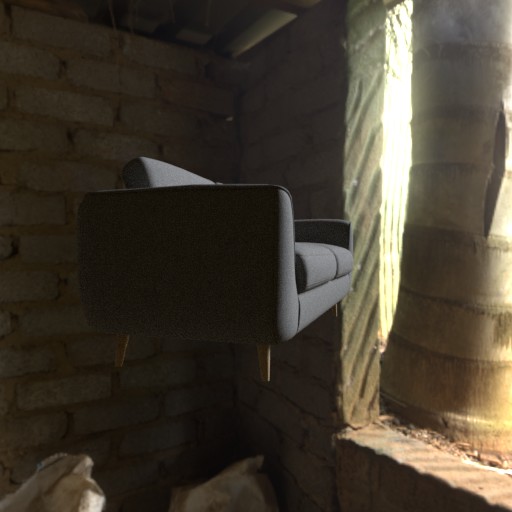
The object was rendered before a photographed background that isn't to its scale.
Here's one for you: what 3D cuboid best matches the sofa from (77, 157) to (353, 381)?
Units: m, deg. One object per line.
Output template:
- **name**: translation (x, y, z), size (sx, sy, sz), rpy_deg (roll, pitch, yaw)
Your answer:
- **sofa**: translation (0.000, 0.000, 2.466), size (0.920, 0.870, 2.000), rpy_deg (0, 1, 19)
